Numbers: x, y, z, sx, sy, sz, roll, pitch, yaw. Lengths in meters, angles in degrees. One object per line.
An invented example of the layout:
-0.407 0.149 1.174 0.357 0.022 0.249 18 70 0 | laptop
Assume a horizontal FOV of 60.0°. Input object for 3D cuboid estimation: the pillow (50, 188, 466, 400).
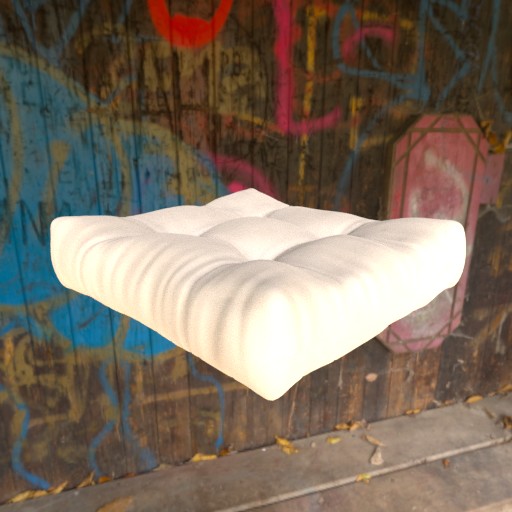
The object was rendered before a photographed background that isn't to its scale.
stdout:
0.000 0.000 0.698 0.490 0.128 0.468 16 23 42 | pillow
